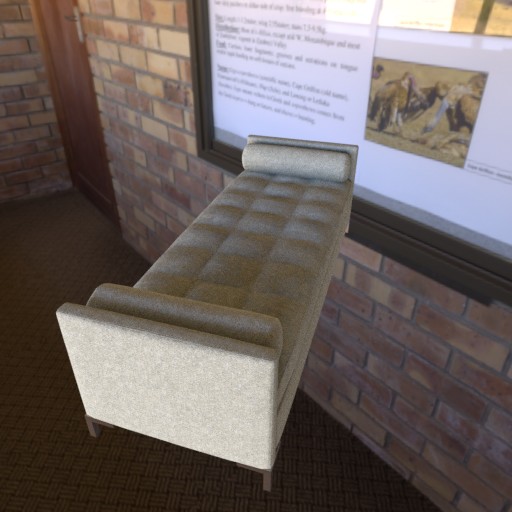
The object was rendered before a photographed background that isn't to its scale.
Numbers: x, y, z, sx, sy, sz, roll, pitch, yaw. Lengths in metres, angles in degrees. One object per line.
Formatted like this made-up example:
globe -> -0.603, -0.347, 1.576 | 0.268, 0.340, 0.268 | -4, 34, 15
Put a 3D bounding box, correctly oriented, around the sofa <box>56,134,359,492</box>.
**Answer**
sofa -> 0.000, 0.000, 2.394 | 0.797, 0.657, 2.102 | 10, 34, 15
